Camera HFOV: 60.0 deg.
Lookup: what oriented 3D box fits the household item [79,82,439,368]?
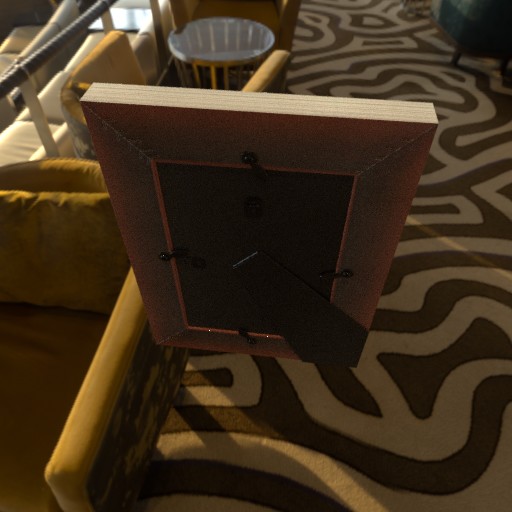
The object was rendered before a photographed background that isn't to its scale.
[{"bbox_3d":[0.000,0.000,0.288,0.165,0.216,0.025,5,48,5],"label":"household item"}]
